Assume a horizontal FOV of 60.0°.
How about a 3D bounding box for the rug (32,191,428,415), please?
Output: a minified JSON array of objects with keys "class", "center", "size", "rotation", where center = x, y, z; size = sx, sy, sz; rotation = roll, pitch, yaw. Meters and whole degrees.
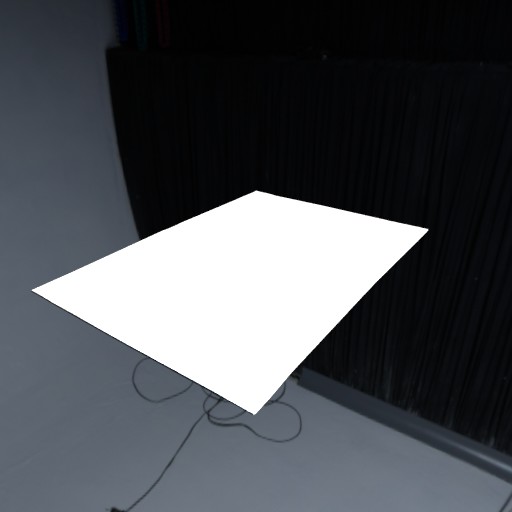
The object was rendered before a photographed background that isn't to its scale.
[{"class":"rug","center":[0.000,0.000,3.766],"size":[2.032,0.038,2.869],"rotation":[18,32,32]}]
